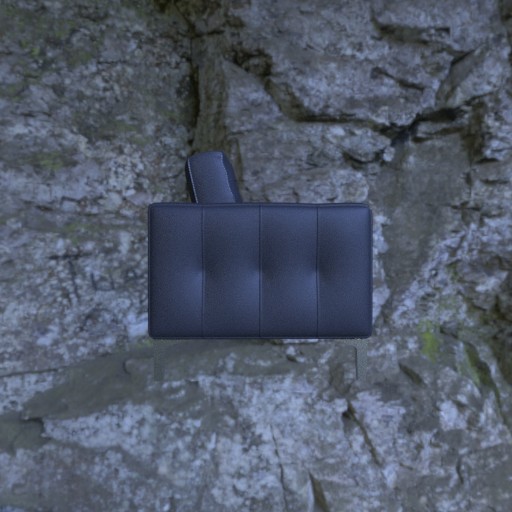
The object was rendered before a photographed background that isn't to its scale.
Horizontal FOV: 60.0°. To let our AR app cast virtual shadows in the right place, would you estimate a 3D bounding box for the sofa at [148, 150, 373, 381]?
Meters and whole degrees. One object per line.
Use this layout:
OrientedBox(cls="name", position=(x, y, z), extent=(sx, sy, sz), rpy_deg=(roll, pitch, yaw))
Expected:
OrientedBox(cls="sofa", position=(0.000, 0.000, 2.703), extent=(0.833, 0.893, 2.275), rpy_deg=(0, 0, -1))
